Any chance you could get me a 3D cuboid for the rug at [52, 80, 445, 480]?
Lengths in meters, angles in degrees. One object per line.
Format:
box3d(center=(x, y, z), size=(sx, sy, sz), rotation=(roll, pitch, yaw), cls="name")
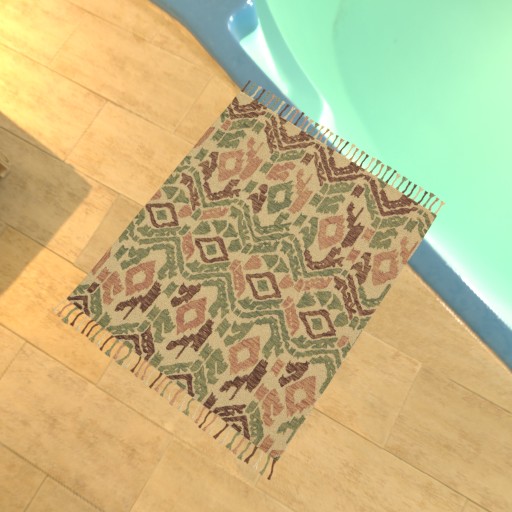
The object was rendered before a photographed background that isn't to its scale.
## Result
box3d(center=(0.000, 0.000, 4.180), size=(2.438, 0.010, 3.048), rotation=(35, 78, 8), cls="rug")
